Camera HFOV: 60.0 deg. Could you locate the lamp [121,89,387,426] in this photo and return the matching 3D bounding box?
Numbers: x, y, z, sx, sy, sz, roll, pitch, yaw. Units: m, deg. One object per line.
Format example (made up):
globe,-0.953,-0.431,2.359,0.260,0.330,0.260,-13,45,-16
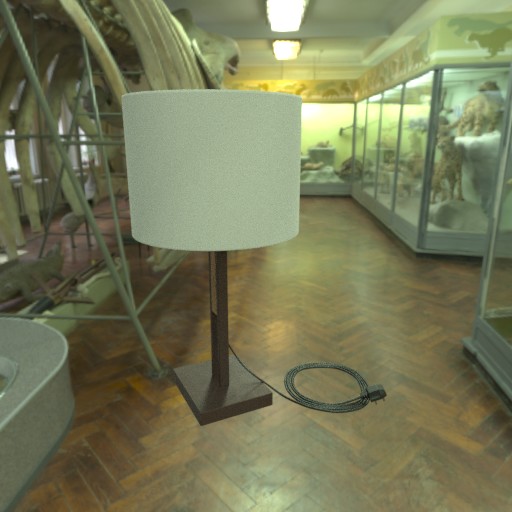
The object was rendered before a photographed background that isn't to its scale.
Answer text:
lamp,0.000,0.000,0.997,0.525,0.668,0.396,-7,17,-25
